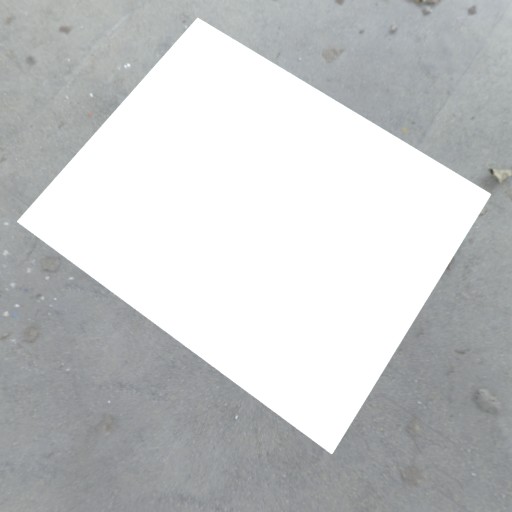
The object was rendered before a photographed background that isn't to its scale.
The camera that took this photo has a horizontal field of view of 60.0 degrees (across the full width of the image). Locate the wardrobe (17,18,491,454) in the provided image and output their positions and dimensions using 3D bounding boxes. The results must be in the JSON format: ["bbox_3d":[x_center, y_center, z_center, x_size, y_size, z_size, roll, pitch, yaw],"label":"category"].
[{"bbox_3d":[0.000,0.000,0.848,0.500,0.520,0.400,34,78,8],"label":"wardrobe"}]
